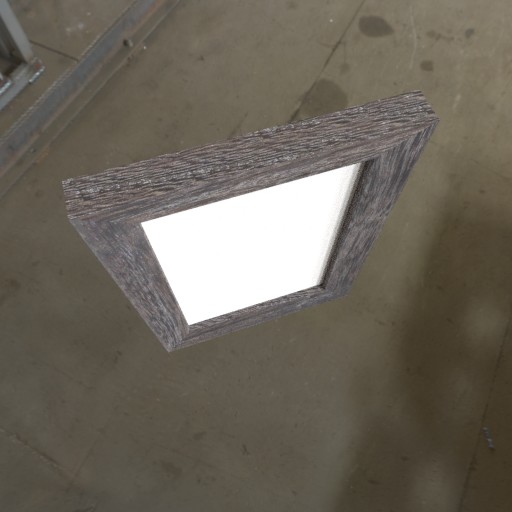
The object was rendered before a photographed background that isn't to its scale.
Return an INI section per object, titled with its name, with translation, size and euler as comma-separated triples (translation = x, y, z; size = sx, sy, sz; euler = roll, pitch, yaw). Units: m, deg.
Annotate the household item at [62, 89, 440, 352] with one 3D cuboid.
[household item]
translation = 0.000, 0.000, 0.236
size = 0.133, 0.180, 0.020
euler = -16, 65, -8
